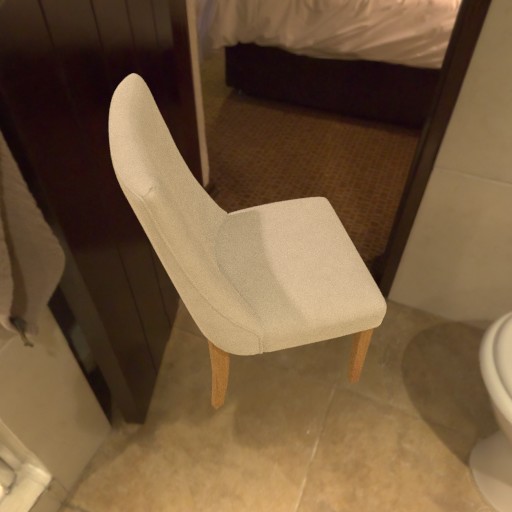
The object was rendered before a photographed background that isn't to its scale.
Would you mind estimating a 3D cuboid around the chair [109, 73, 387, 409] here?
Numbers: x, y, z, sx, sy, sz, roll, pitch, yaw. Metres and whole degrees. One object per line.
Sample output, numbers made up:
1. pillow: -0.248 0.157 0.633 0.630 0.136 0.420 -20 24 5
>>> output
1. chair: 0.000 0.000 1.245 0.610 0.902 0.495 -10 47 -10
